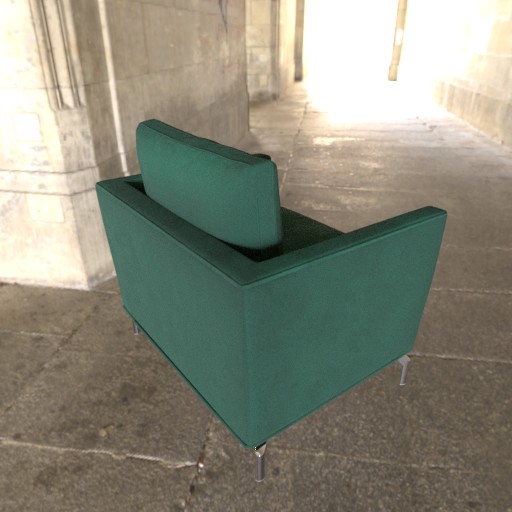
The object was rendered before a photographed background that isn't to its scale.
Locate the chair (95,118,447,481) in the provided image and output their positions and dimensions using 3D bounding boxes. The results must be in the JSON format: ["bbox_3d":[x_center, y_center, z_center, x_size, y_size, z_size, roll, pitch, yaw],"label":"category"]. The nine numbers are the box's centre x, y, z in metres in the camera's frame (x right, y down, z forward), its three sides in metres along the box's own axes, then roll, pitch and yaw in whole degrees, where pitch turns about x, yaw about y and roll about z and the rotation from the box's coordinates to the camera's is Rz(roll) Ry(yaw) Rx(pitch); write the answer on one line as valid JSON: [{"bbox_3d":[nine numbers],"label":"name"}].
[{"bbox_3d":[0.000,0.000,1.732,0.852,0.997,1.047,-18,32,-32],"label":"chair"}]
